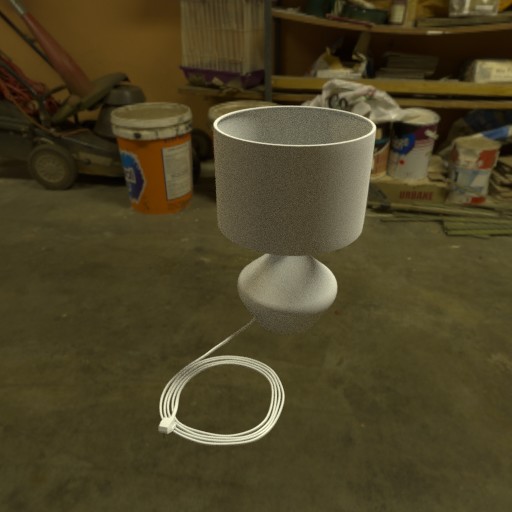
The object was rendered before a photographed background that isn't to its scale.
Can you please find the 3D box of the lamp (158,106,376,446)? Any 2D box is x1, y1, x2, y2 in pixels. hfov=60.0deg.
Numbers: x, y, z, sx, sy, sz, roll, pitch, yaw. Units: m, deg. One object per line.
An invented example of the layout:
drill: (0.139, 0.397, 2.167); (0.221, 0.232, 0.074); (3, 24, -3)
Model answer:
lamp: (0.000, 0.000, 0.860); (0.546, 0.457, 0.401); (-19, 35, -30)
